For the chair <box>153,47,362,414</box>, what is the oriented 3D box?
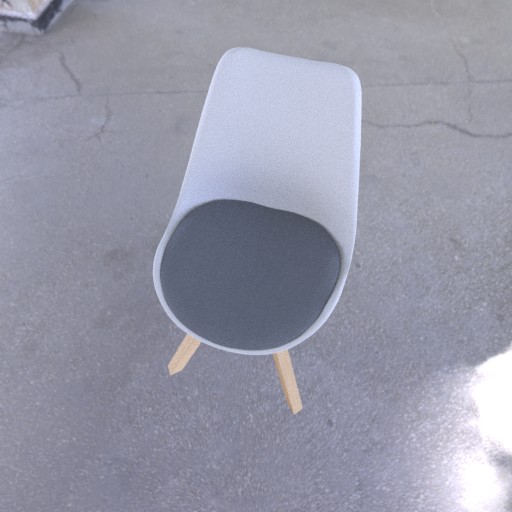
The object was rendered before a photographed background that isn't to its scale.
[{"bbox_3d":[0.000,0.000,1.185,0.485,0.850,0.550,15,59,9],"label":"chair"}]
